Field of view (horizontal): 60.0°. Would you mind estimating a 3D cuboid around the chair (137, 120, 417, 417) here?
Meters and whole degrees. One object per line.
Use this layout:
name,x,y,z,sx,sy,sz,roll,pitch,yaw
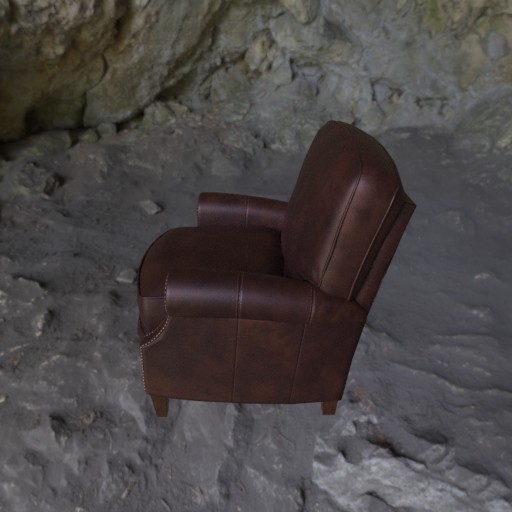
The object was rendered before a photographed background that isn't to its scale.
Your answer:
chair,0.000,0.000,1.799,0.986,1.018,0.936,0,26,1
